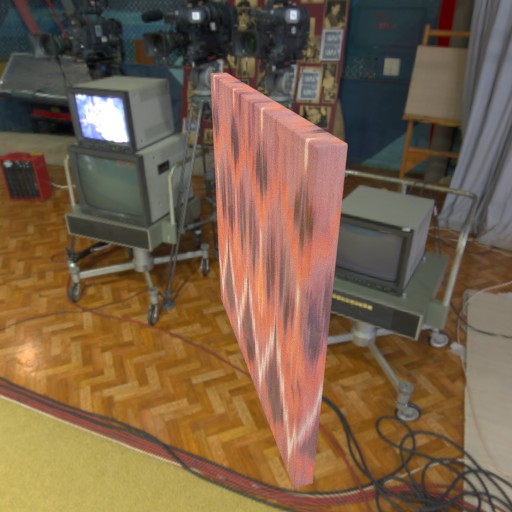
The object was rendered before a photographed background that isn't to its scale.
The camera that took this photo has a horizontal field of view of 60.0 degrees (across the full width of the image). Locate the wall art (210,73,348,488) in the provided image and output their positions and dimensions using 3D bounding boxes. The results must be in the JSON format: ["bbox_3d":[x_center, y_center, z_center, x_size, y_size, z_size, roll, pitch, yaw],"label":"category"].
[{"bbox_3d":[0.000,0.000,0.886,0.037,0.609,0.603,-8,31,-14],"label":"wall art"}]
